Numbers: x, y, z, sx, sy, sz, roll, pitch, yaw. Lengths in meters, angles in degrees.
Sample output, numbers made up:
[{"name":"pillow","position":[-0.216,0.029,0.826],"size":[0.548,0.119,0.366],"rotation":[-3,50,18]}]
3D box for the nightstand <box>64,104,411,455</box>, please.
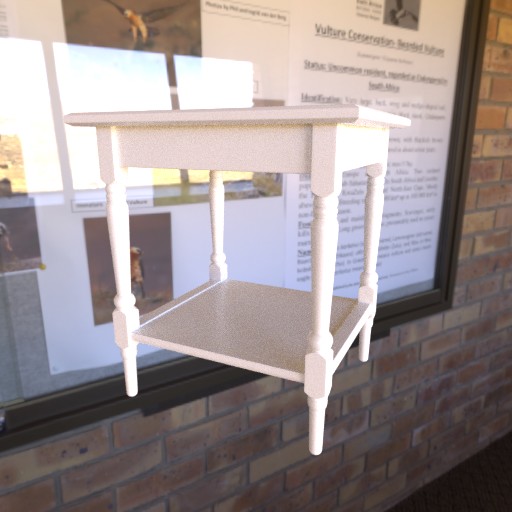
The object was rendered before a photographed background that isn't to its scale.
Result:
[{"name":"nightstand","position":[0.000,0.000,0.916],"size":[0.505,0.555,0.459],"rotation":[7,17,25]}]
